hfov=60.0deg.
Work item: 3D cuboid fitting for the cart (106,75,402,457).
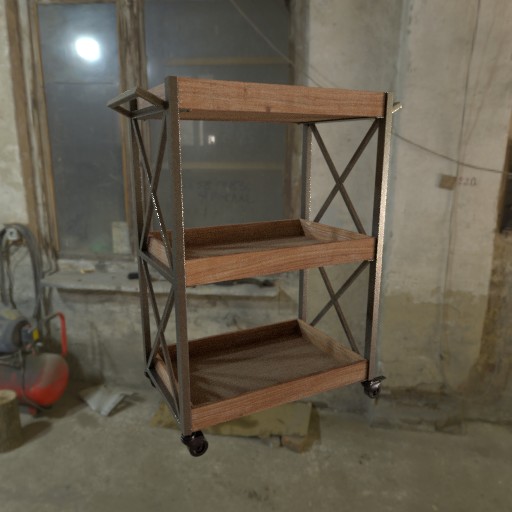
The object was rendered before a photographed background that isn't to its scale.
[{"bbox_3d":[0.000,0.000,1.208,0.673,0.835,0.377,-7,15,-27],"label":"cart"}]
